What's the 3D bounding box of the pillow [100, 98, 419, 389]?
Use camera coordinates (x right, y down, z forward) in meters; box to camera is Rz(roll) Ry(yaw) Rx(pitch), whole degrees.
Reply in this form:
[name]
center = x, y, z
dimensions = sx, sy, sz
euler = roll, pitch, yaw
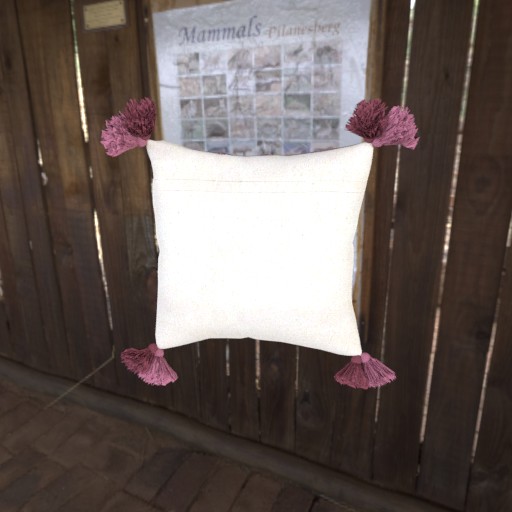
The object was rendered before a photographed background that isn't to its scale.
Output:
[pillow]
center = 0.000, 0.000, 0.971
dimensions = 0.641, 0.659, 0.138
euler = 2, 17, 7
